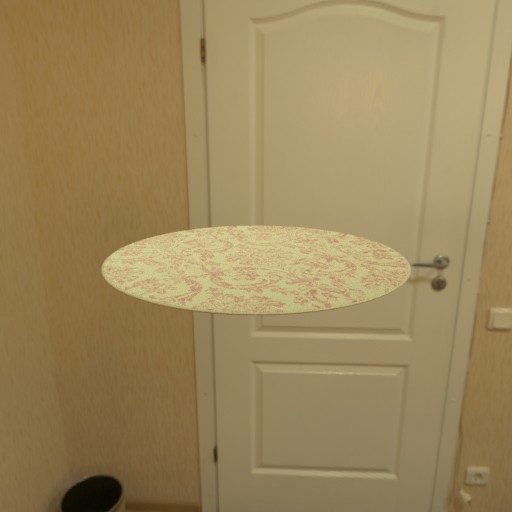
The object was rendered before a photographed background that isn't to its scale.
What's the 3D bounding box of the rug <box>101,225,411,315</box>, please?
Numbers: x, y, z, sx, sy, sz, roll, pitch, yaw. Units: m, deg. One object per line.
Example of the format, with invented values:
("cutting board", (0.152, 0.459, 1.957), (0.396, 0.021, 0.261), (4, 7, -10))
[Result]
("rug", (0.000, 0.000, 2.405), (1.593, 0.012, 1.593), (0, 16, 0))
